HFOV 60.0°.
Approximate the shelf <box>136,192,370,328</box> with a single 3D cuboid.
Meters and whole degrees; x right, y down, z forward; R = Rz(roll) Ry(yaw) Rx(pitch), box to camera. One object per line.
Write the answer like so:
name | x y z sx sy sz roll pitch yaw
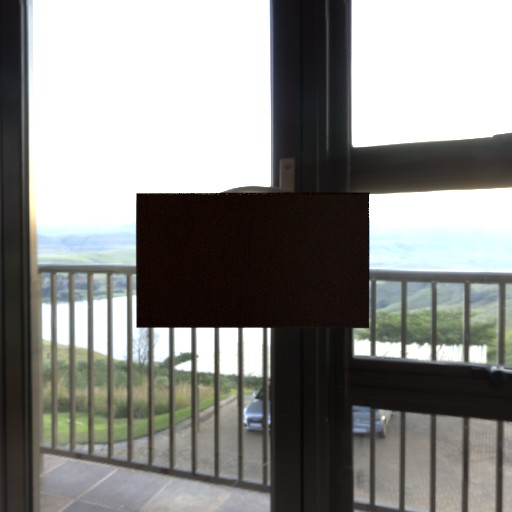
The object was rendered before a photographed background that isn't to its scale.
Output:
shelf | 0.000 0.000 0.518 0.152 0.088 0.457 0 1 1
